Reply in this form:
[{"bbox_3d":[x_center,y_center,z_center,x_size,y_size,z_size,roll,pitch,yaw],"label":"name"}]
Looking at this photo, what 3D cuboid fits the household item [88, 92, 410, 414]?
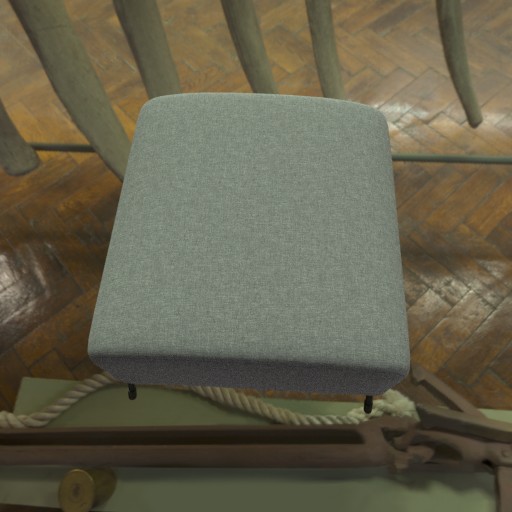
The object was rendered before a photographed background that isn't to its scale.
[{"bbox_3d":[0.000,0.000,0.890,0.530,0.410,0.530,3,64,1],"label":"household item"}]
